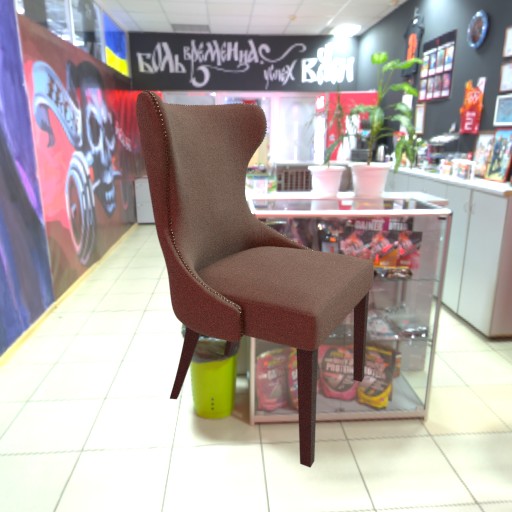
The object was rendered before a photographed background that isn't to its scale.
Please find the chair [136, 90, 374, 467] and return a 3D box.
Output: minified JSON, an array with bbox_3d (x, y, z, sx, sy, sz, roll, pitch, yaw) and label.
[{"bbox_3d":[0.000,0.000,1.409,0.635,0.967,0.628,8,18,28],"label":"chair"}]
